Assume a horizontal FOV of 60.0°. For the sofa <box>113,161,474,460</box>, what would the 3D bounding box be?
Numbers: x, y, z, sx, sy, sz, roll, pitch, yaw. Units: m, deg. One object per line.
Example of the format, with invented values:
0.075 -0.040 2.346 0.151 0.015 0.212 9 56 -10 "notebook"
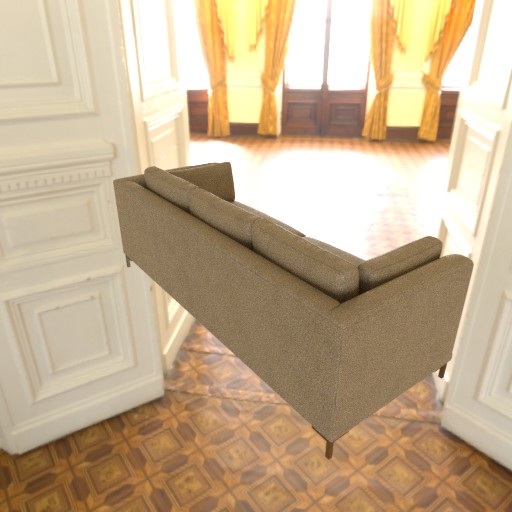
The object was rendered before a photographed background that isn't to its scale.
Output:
0.000 0.000 2.955 0.969 0.867 2.415 -18 32 -32 "sofa"
